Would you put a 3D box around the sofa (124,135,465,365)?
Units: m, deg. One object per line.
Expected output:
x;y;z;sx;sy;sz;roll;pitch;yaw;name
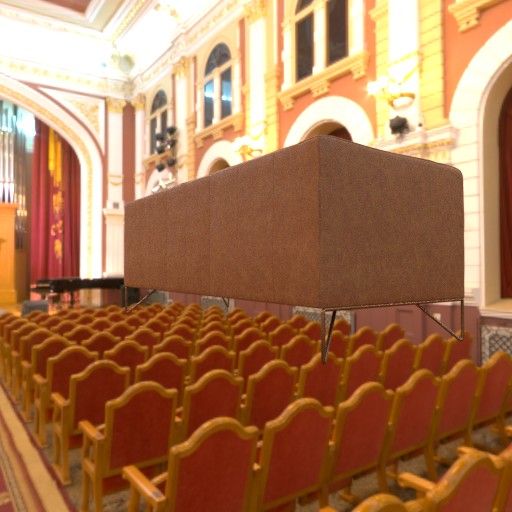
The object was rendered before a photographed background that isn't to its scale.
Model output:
0.000;0.000;2.602;0.912;0.798;2.079;1;-2;-35;sofa
